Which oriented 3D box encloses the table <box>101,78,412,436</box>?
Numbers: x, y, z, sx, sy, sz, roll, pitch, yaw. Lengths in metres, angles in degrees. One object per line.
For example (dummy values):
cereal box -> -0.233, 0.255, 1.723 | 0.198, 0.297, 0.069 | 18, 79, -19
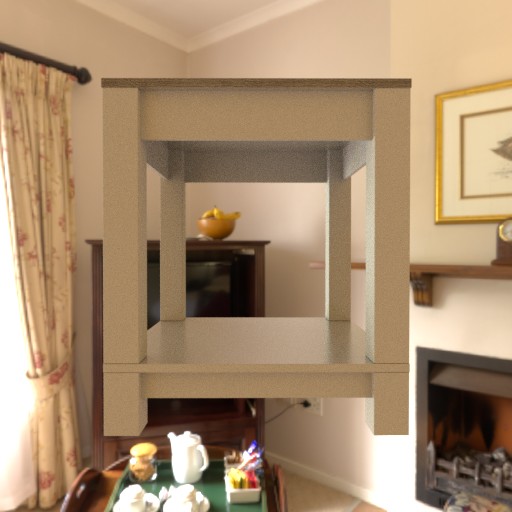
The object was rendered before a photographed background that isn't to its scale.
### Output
table -> 0.000, 0.000, 0.979 | 0.506, 0.587, 0.504 | 0, 1, 0
